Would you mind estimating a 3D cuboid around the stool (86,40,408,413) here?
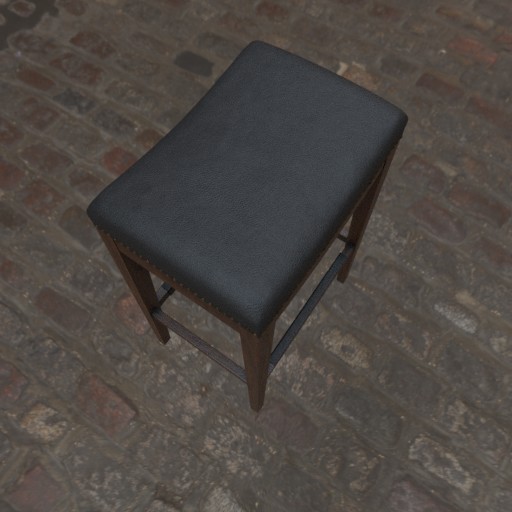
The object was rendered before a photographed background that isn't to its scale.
[{"bbox_3d":[0.000,0.000,1.024,0.361,0.765,0.500,32,69,14],"label":"stool"}]
